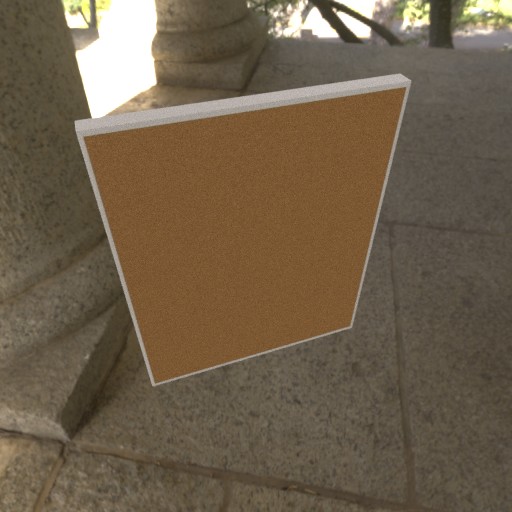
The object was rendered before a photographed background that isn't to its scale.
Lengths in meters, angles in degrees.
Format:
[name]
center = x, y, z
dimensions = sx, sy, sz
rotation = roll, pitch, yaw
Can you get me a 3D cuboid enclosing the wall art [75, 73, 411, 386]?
[wall art]
center = 0.000, 0.000, 0.753
dimensions = 0.443, 0.549, 0.030
rotation = -13, 45, -14
